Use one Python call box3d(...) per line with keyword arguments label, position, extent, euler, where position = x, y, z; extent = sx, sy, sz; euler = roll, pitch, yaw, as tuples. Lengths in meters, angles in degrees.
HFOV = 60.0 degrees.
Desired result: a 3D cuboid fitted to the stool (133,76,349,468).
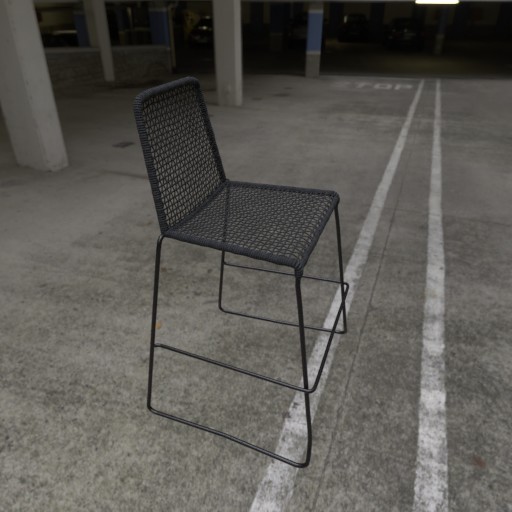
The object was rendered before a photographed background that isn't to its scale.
box3d(label="stool", position=(0.000, 0.000, 1.260), extent=(0.509, 0.905, 0.590), euler=(10, 32, 17))
